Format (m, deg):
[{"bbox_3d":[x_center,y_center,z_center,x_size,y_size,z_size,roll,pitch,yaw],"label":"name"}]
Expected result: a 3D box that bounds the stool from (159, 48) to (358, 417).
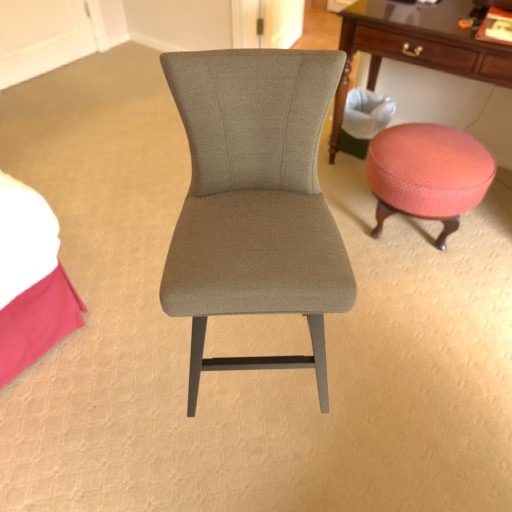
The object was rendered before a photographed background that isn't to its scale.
[{"bbox_3d":[0.000,0.000,1.407,0.514,1.086,0.574,-1,46,-1],"label":"stool"}]
